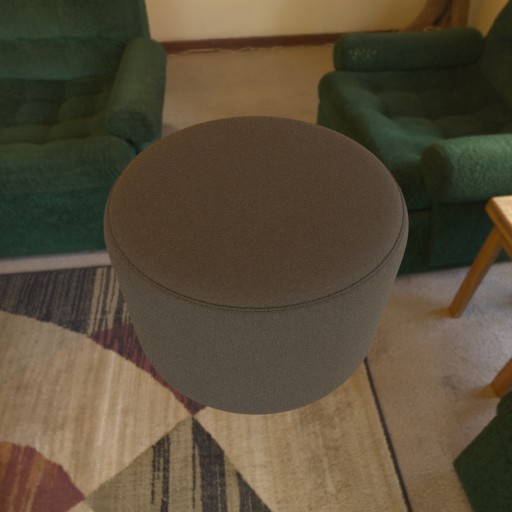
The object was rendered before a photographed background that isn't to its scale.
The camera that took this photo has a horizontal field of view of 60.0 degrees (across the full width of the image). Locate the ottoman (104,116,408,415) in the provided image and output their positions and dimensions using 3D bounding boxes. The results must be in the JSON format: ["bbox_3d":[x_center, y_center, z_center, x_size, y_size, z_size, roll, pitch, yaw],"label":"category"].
[{"bbox_3d":[0.000,0.000,1.017,0.608,0.433,0.608,0,47,0],"label":"ottoman"}]
